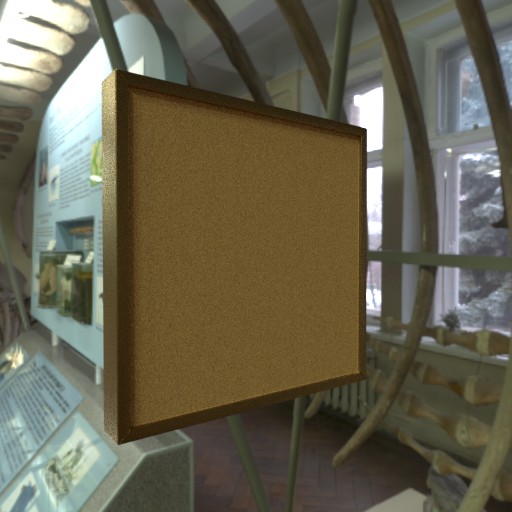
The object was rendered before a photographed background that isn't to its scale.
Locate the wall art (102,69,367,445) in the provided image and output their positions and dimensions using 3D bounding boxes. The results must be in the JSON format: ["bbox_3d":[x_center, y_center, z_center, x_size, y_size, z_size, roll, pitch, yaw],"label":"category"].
[{"bbox_3d":[0.000,0.000,0.462,0.305,0.305,0.037,-1,1,-36],"label":"wall art"}]
